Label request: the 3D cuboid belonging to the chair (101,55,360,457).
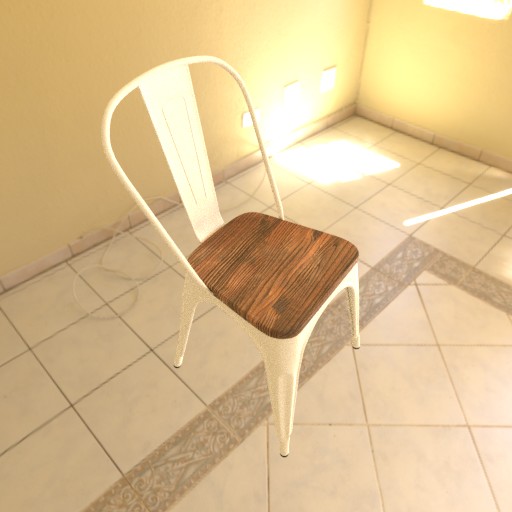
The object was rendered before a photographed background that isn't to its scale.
[{"bbox_3d":[0.000,0.000,1.138,0.521,0.851,0.452,26,48,26],"label":"chair"}]
